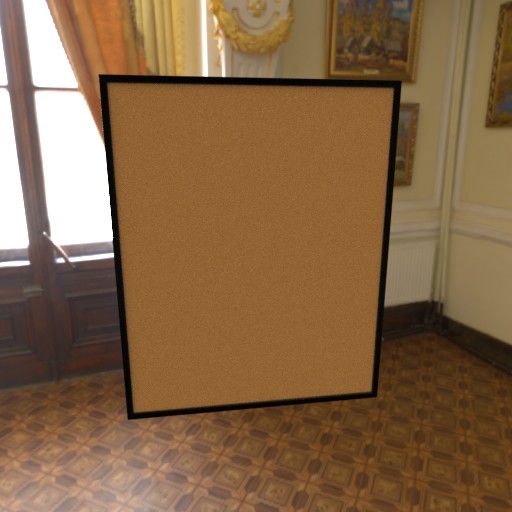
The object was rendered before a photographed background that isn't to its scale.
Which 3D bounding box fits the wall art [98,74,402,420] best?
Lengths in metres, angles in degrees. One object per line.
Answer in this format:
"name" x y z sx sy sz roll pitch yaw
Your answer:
"wall art" 0.000 0.000 0.741 0.451 0.553 0.039 -2 15 -9
